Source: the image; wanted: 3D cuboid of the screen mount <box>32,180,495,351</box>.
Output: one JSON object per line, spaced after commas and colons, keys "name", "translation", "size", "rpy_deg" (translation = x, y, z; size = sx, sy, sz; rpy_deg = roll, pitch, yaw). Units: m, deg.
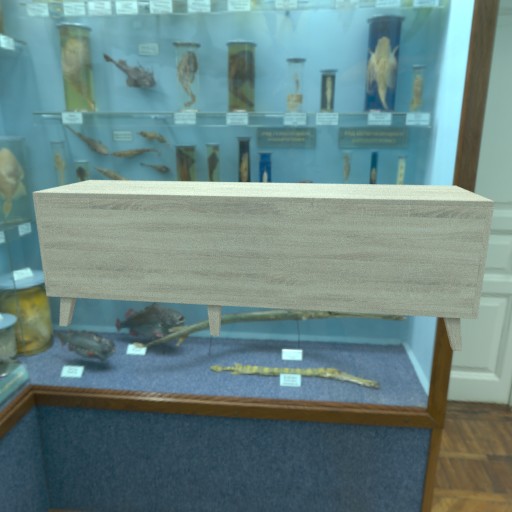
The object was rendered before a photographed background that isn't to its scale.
{"name": "screen mount", "translation": [0.000, 0.000, 1.687], "size": [1.500, 0.510, 0.400], "rpy_deg": [2, 16, 8]}
